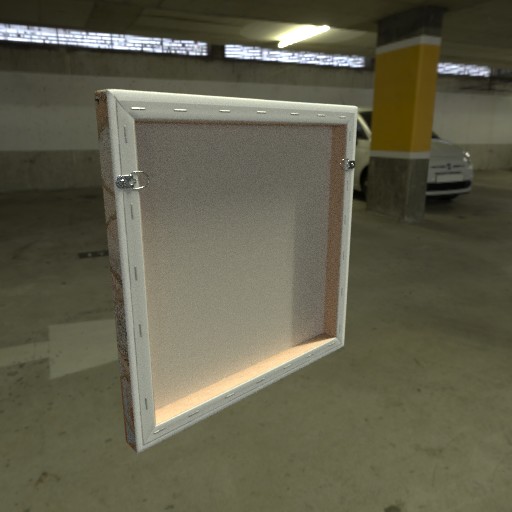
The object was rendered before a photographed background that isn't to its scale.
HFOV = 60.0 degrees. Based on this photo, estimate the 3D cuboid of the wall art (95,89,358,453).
[{"bbox_3d":[0.000,0.000,0.763,0.507,0.508,0.038,-14,21,-41],"label":"wall art"}]
